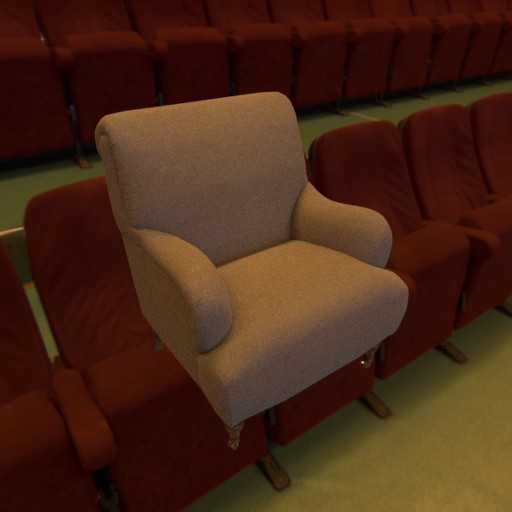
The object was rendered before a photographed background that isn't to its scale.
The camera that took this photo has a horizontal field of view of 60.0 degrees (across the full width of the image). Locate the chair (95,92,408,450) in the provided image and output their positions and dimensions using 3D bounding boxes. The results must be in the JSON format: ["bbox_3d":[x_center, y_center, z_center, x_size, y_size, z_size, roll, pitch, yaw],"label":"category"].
[{"bbox_3d":[0.000,0.000,1.553,0.766,0.942,0.843,-20,36,-30],"label":"chair"}]
